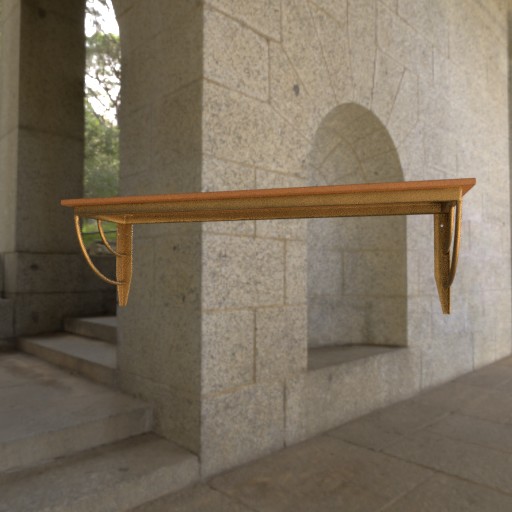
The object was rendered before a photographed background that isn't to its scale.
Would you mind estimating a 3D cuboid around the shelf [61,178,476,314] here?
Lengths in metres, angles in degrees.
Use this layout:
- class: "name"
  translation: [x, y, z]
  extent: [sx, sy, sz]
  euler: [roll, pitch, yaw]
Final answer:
- class: "shelf"
  translation: [0.000, 0.000, 0.733]
  extent: [0.636, 0.190, 0.166]
  euler: [-1, -2, 16]
